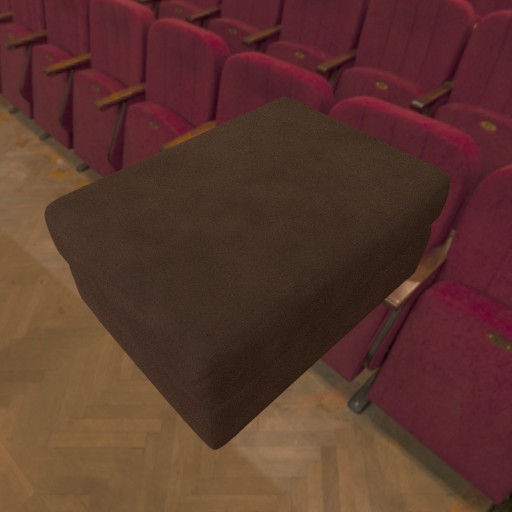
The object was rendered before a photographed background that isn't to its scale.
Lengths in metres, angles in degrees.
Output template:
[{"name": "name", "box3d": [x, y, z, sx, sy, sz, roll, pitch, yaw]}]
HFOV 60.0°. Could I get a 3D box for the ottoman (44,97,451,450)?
[{"name": "ottoman", "box3d": [0.000, 0.000, 1.123, 0.773, 0.497, 0.574, -34, 54, -29]}]
